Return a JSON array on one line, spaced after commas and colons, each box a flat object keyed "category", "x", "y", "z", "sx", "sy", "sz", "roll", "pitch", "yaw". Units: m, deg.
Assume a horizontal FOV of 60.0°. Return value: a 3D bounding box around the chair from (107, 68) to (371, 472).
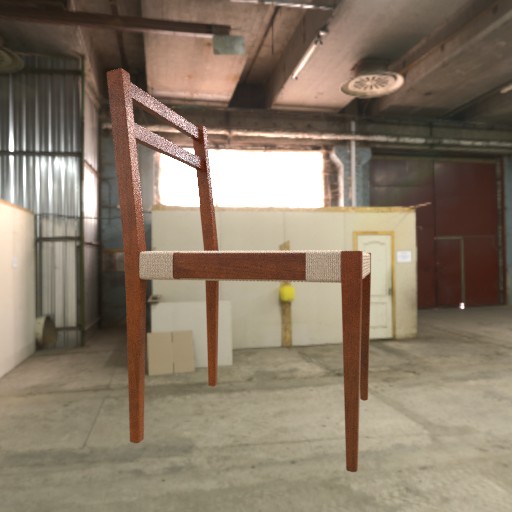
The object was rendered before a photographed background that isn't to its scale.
[{"category": "chair", "x": 0.000, "y": 0.000, "z": 1.167, "sx": 0.569, "sy": 0.851, "sz": 0.495, "roll": 0, "pitch": 0, "yaw": 17}]
